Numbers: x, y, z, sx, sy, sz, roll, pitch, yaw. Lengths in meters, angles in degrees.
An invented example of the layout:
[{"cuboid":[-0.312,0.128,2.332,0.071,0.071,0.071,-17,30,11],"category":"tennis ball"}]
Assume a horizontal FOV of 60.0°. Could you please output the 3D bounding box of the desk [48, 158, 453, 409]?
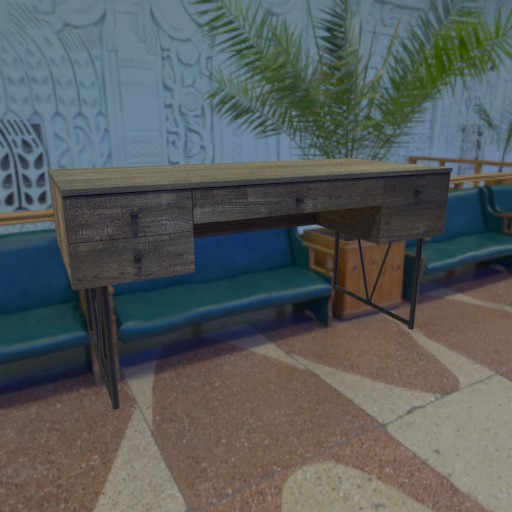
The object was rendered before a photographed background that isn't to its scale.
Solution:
[{"cuboid":[0.000,0.000,2.014,1.600,0.780,0.730,-8,18,-26],"category":"desk"}]
